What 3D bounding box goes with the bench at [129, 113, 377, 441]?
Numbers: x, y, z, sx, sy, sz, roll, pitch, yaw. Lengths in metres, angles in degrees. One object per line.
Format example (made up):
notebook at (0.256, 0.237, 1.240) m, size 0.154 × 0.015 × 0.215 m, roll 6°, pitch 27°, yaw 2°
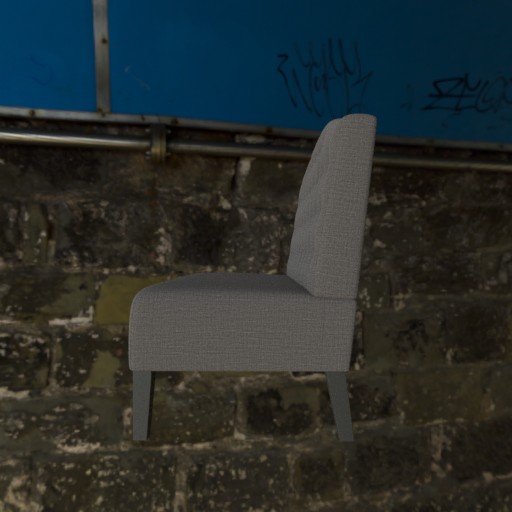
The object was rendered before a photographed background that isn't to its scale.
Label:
bench at (0.000, 0.000, 2.059) m, size 0.815 × 1.180 × 1.335 m, roll 0°, pitch 0°, yaw 1°
